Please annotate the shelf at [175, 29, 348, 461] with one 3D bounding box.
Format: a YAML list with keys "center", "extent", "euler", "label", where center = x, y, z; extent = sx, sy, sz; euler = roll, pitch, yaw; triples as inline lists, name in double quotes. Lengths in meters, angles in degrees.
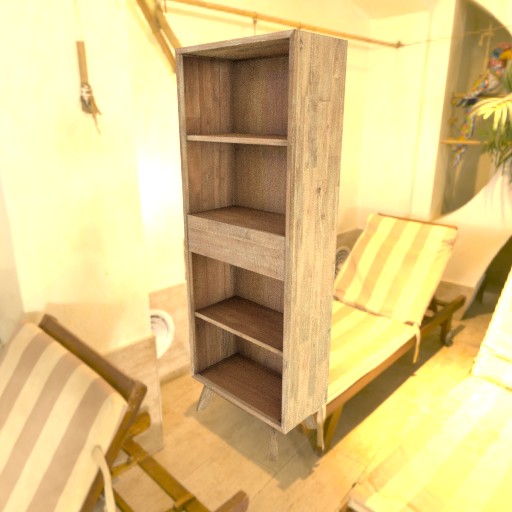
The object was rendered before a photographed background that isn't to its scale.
- center: [0.000, 0.000, 1.543]
  extent: [0.491, 1.342, 0.267]
  euler: [16, 24, 41]
  label: "shelf"
